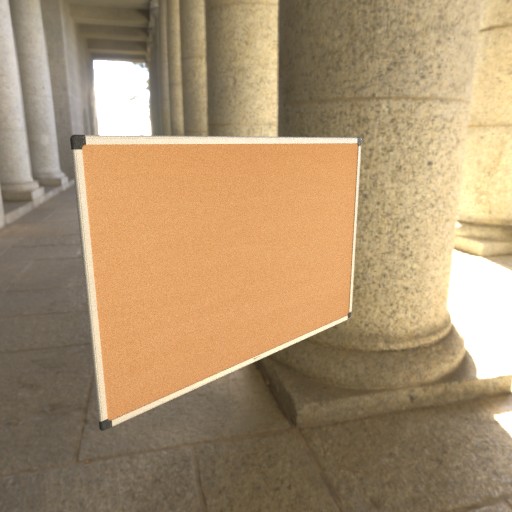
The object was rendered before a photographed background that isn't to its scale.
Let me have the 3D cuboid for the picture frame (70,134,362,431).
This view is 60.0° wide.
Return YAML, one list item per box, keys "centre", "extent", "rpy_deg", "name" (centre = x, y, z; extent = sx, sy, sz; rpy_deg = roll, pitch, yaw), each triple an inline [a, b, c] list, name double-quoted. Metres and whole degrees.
- centre: [0.000, 0.000, 1.152]
  extent: [0.900, 0.600, 0.010]
  rpy_deg: [-13, 20, -42]
  name: "picture frame"
